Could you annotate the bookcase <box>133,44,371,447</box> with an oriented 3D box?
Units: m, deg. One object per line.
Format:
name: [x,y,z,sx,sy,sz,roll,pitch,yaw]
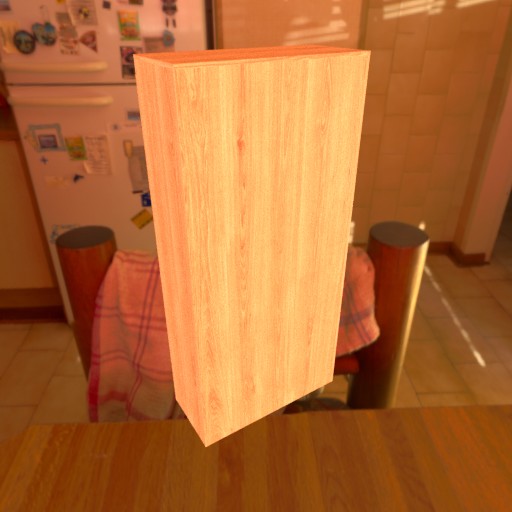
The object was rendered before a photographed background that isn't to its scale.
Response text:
bookcase: [0.000,0.000,2.411,0.950,2.020,0.420,-18,34,-28]
